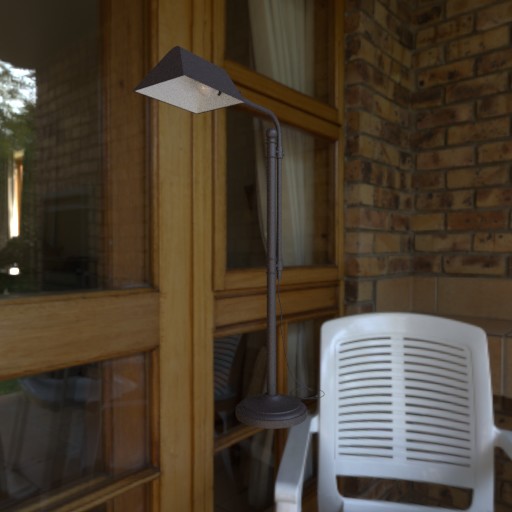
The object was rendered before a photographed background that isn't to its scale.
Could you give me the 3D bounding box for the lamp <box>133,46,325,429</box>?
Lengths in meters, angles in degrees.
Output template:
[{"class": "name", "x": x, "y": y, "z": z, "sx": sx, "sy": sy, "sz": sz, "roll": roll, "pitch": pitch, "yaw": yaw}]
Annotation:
[{"class": "lamp", "x": 0.000, "y": 0.000, "z": 0.935, "sx": 0.159, "sy": 0.708, "sz": 0.545, "roll": 1, "pitch": 1, "yaw": 36}]
